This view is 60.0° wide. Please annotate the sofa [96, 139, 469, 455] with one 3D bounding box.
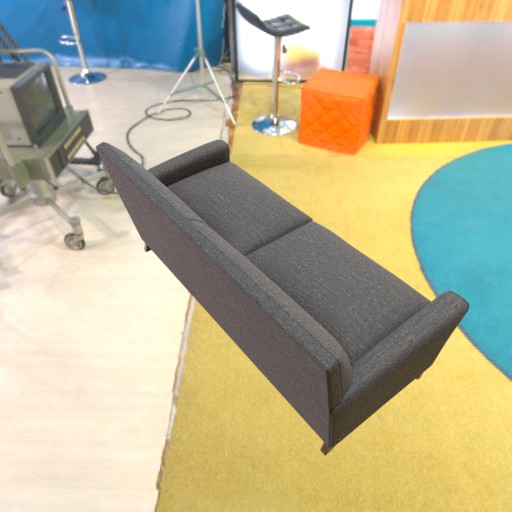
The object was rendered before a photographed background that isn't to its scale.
[{"bbox_3d":[0.000,0.000,2.439,0.875,0.846,1.976,-27,48,-27],"label":"sofa"}]
